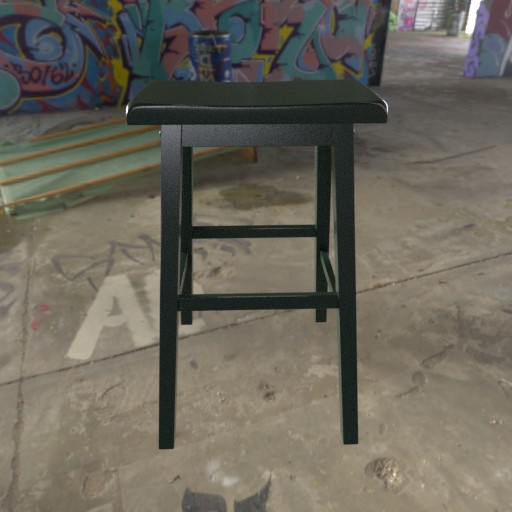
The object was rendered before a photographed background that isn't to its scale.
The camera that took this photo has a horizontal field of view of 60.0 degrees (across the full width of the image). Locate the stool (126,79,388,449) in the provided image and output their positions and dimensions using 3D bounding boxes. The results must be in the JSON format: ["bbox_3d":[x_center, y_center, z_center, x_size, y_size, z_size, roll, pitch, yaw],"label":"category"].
[{"bbox_3d":[0.000,0.000,1.033,0.457,0.737,0.476,-1,31,-1],"label":"stool"}]
